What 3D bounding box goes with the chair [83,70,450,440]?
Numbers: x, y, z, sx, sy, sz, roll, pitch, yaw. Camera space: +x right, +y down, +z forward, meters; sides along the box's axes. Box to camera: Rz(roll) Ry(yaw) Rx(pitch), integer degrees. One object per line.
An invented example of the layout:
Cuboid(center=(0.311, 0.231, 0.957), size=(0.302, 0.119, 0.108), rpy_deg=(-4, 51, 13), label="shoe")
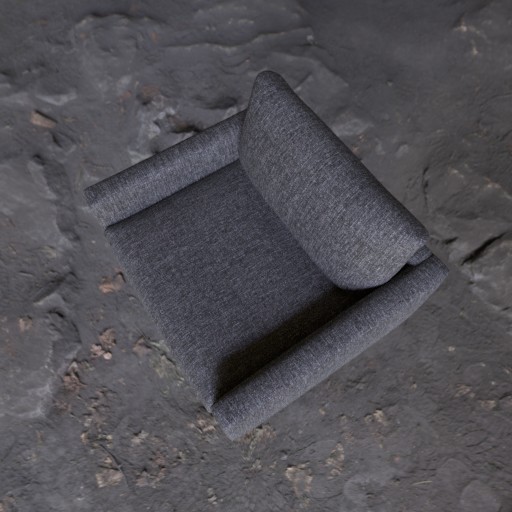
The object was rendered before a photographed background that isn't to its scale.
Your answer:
Cuboid(center=(0.000, 0.000, 1.624), size=(0.866, 0.861, 0.963), rpy_deg=(-31, 68, -14), label="chair")
